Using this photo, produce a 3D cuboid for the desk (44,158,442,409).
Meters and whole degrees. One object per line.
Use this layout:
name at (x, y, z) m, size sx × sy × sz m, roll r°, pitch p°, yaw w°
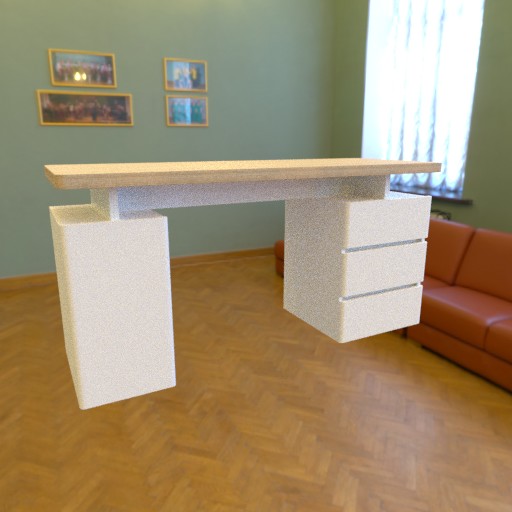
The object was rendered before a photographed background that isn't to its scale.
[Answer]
desk at (0.000, 0.000, 1.849) m, size 1.500 × 0.755 × 0.550 m, roll -8°, pitch 16°, yaw -27°
